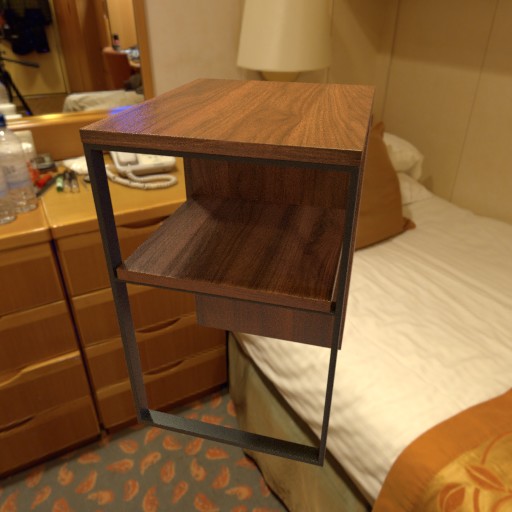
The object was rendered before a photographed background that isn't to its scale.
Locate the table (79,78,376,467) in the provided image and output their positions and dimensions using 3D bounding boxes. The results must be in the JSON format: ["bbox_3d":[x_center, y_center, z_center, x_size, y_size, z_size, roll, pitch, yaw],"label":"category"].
[{"bbox_3d":[0.000,0.000,1.566,0.660,1.041,0.786,8,31,13],"label":"table"}]
